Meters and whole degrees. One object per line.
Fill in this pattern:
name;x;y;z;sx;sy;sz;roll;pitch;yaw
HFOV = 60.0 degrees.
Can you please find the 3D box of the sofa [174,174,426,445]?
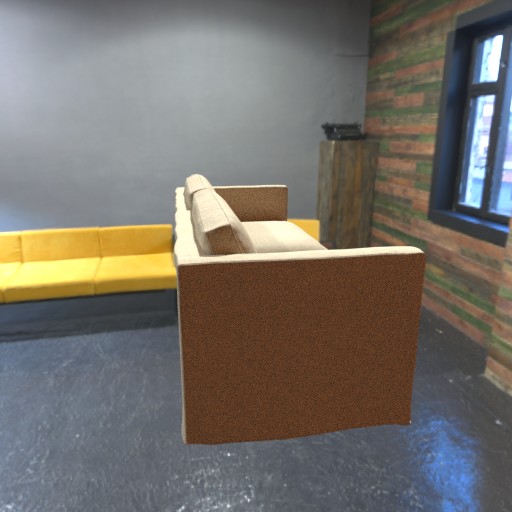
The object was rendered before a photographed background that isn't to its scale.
sofa;0.000;0.000;2.720;0.962;0.853;2.312;-3;16;-9
